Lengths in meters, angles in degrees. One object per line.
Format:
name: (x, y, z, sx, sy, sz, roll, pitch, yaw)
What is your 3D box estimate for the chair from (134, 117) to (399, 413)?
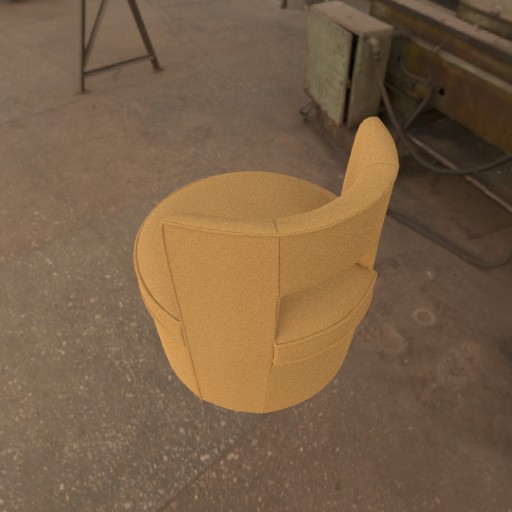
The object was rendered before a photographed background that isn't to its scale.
chair: (0.000, 0.000, 1.238, 0.650, 0.723, 0.665, -31, 52, -27)
